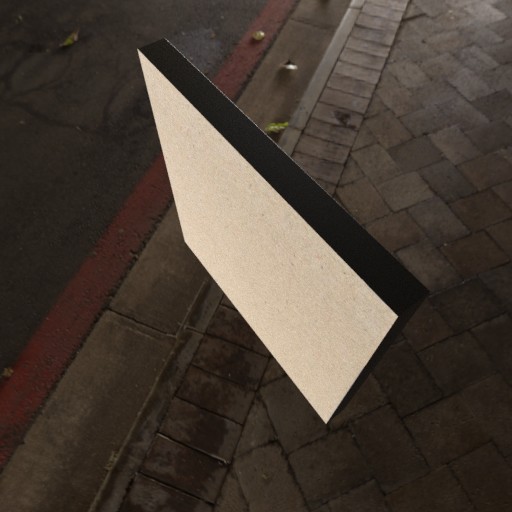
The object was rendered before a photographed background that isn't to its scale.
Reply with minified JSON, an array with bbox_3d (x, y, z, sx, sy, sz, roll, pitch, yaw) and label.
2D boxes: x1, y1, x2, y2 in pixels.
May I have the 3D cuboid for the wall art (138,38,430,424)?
[{"bbox_3d":[0.000,0.000,0.474,0.029,0.318,0.327,-32,64,-18],"label":"wall art"}]
